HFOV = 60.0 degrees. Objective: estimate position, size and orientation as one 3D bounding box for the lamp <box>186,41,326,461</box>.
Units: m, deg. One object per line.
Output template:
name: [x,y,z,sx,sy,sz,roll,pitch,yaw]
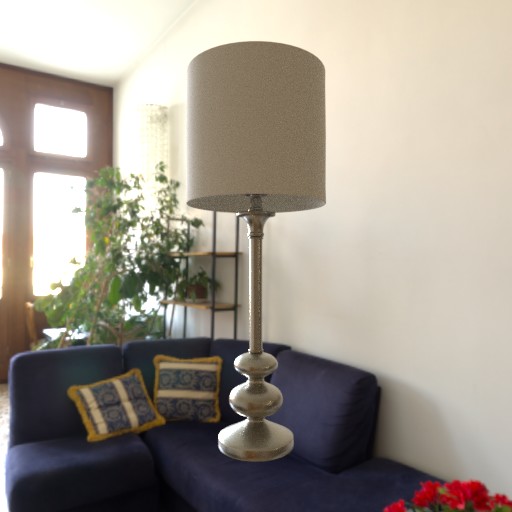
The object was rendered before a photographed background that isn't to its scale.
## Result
lamp: [0.000,0.000,0.811,0.254,0.690,0.254,0,-1,19]
